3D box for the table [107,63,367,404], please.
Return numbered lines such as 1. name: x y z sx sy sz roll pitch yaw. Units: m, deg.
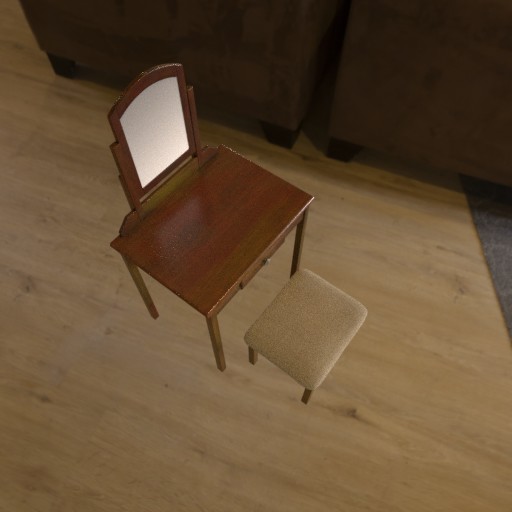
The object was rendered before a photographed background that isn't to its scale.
1. table: 0.000 0.000 2.280 1.211 1.631 0.876 33 64 19
